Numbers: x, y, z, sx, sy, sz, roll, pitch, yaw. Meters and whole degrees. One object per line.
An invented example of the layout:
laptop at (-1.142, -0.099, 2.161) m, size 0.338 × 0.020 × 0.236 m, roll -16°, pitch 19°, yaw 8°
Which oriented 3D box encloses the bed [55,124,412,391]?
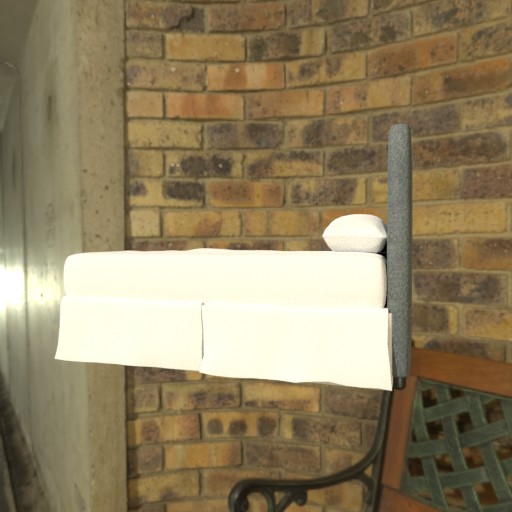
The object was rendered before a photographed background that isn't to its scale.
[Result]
bed at (0.000, 0.000, 3.222) m, size 2.142 × 1.330 × 1.723 m, roll 0°, pitch 1°, yaw 19°
